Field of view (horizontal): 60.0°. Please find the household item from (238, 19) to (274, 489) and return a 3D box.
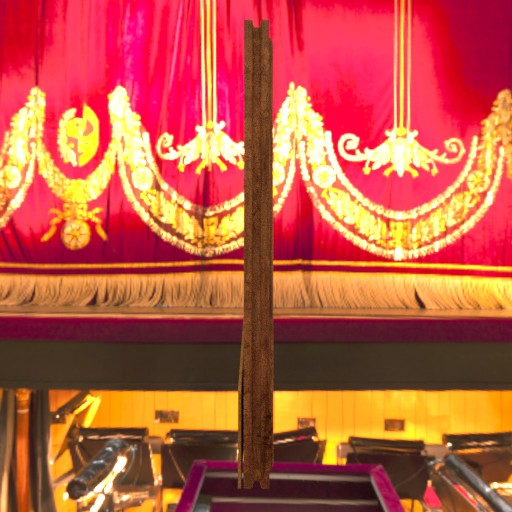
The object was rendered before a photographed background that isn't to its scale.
[{"bbox_3d":[0.000,0.000,0.316,0.018,0.237,0.186,0,-2,0],"label":"household item"}]
